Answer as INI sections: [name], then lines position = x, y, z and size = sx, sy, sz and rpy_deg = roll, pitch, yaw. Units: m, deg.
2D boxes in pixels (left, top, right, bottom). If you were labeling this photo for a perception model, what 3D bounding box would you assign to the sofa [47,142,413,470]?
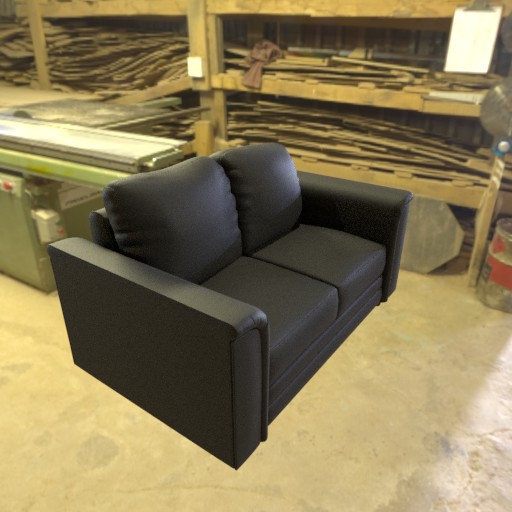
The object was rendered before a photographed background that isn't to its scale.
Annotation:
[sofa]
position = 0.000, 0.000, 1.955
size = 0.887, 0.845, 1.386
rpy_deg = 18, 31, 32
